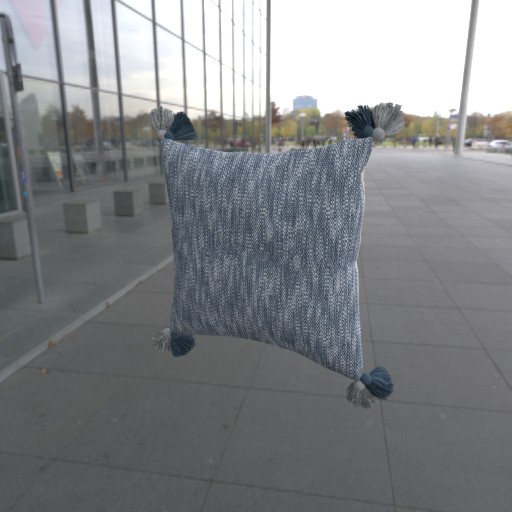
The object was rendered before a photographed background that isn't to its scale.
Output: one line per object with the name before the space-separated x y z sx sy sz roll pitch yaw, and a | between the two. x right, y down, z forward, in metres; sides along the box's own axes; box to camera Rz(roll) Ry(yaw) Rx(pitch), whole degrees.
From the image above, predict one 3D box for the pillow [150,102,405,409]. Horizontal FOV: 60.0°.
pillow | 0.000 0.000 0.955 0.614 0.634 0.138 7 16 25
